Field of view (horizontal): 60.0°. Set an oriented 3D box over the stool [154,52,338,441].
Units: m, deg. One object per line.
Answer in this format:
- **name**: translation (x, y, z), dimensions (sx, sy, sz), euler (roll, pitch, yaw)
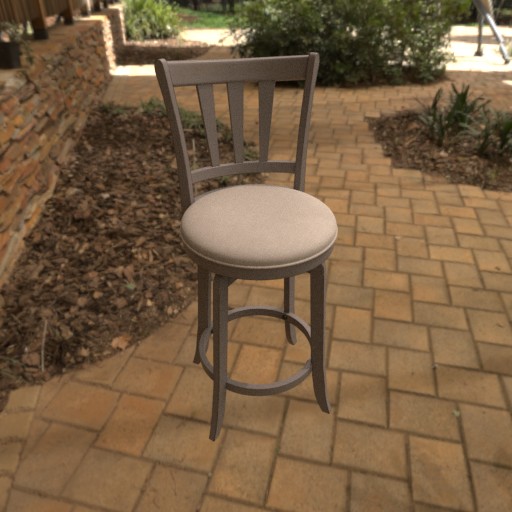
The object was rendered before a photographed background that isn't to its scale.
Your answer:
- **stool**: translation (0.000, 0.000, 1.280), dimensions (0.436, 1.023, 0.475), euler (-8, 33, -13)
